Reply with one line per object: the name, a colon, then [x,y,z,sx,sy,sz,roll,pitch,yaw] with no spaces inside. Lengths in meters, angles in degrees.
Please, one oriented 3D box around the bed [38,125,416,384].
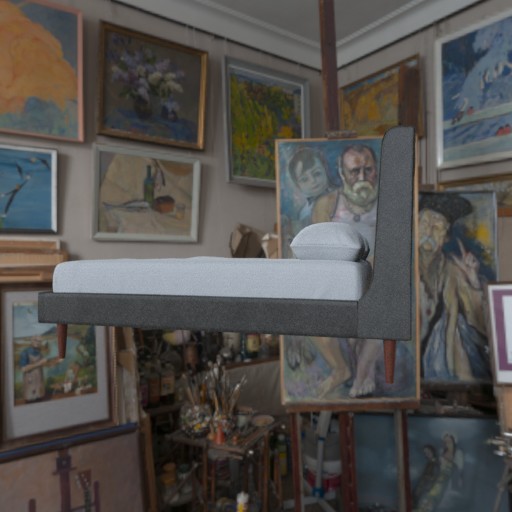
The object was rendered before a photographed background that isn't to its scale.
bed: [0.000,0.000,3.131,2.031,1.158,1.903,0,0,16]
